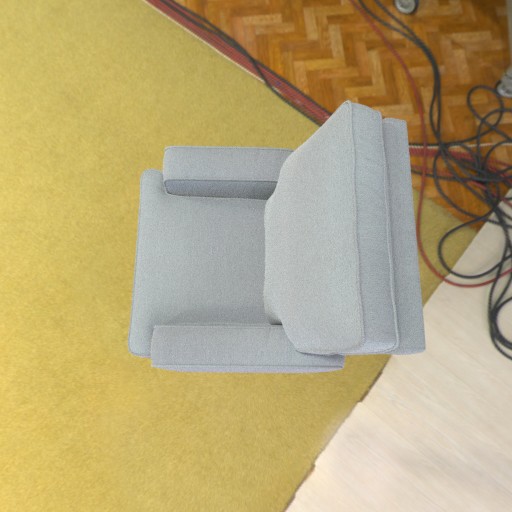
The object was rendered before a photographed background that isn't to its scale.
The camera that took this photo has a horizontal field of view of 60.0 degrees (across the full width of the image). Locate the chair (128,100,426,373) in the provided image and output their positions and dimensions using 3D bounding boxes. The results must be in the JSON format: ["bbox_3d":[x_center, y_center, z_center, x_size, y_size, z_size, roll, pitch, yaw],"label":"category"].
[{"bbox_3d":[0.000,0.000,1.689,0.969,0.964,0.861,0,75,0],"label":"chair"}]
